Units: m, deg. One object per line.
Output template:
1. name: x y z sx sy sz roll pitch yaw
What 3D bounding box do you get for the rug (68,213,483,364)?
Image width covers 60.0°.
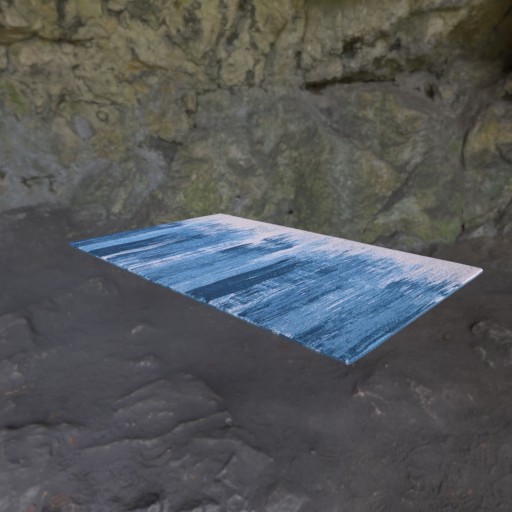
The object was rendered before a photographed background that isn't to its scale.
1. rug: 0.000 0.000 3.011 2.450 0.027 1.540 16 23 42
